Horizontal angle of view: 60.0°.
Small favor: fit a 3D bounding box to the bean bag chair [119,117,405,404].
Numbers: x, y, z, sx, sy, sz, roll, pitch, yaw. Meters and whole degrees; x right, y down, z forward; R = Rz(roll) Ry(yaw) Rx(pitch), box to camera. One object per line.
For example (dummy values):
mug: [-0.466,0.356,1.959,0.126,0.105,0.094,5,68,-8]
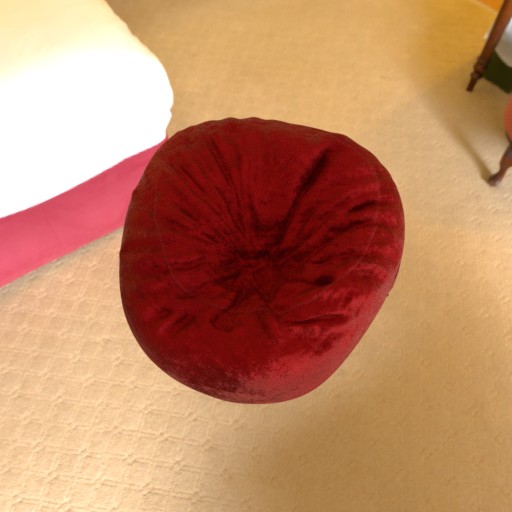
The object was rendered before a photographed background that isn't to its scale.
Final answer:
bean bag chair: [0.000,0.000,2.465,1.524,0.878,1.524,14,59,9]
